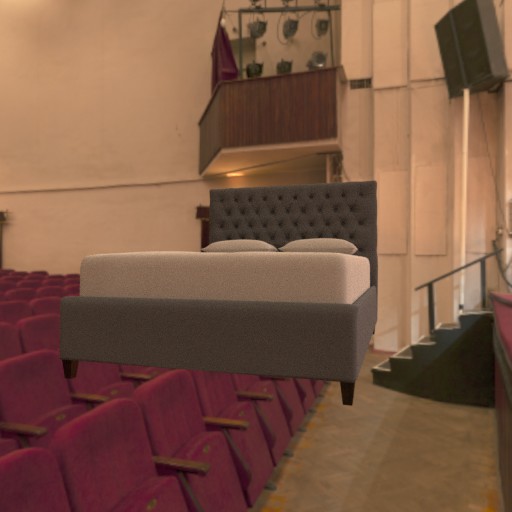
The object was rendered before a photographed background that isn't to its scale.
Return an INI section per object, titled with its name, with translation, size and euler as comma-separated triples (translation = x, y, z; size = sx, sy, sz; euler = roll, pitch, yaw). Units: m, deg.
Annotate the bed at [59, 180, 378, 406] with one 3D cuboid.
[bed]
translation = 0.000, 0.000, 3.346
size = 1.698, 1.427, 2.231
euler = 0, -1, 18
